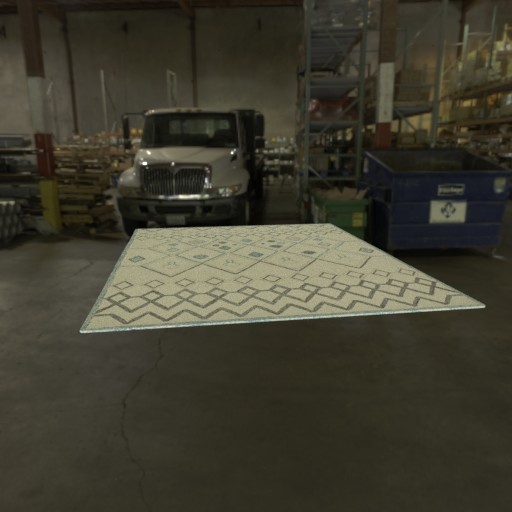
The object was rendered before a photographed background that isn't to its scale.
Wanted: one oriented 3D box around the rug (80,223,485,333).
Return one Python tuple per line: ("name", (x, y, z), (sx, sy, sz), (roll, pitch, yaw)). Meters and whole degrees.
("rug", (0.000, 0.000, 4.054), (2.441, 0.013, 3.056), (-2, 14, -9))
